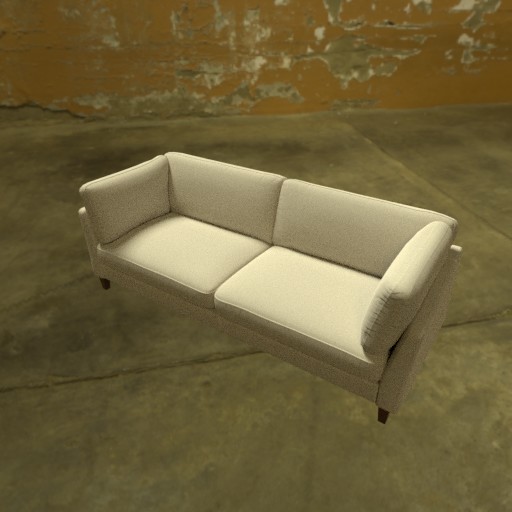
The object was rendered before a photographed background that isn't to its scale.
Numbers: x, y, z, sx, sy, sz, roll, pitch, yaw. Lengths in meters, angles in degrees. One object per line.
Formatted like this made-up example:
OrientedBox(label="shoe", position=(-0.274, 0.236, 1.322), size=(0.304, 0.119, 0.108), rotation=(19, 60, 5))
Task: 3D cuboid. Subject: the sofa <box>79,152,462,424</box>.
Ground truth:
OrientedBox(label="sofa", position=(0.000, 0.000, 2.839), size=(2.301, 0.863, 0.957), rotation=(19, 35, 29))
